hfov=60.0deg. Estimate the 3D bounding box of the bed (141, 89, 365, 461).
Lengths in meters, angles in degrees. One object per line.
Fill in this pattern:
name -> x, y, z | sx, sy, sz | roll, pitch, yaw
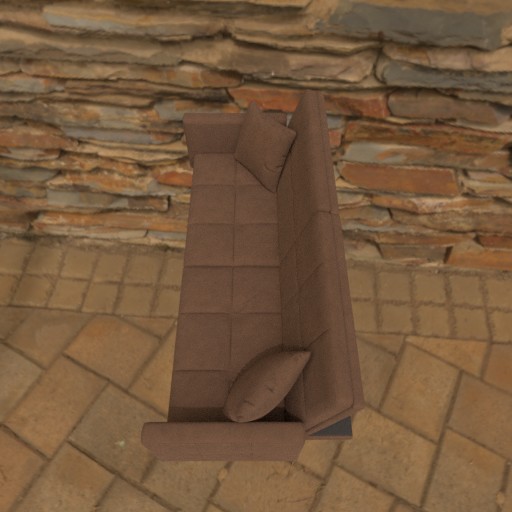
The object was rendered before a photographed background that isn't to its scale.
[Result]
bed -> 0.000, 0.000, 2.320 | 0.889, 0.787, 1.905 | 0, 57, 0
